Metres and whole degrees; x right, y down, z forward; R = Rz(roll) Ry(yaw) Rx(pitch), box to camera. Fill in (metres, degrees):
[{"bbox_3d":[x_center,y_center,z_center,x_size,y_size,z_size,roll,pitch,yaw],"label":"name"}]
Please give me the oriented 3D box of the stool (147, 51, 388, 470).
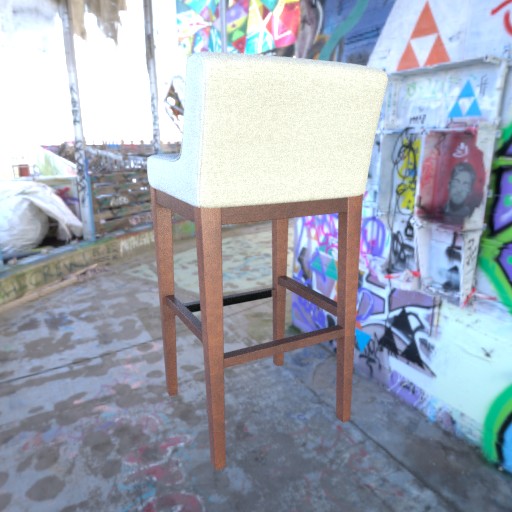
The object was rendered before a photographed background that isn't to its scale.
[{"bbox_3d":[0.000,0.000,1.323,0.511,1.037,0.500,-8,17,-27],"label":"stool"}]
